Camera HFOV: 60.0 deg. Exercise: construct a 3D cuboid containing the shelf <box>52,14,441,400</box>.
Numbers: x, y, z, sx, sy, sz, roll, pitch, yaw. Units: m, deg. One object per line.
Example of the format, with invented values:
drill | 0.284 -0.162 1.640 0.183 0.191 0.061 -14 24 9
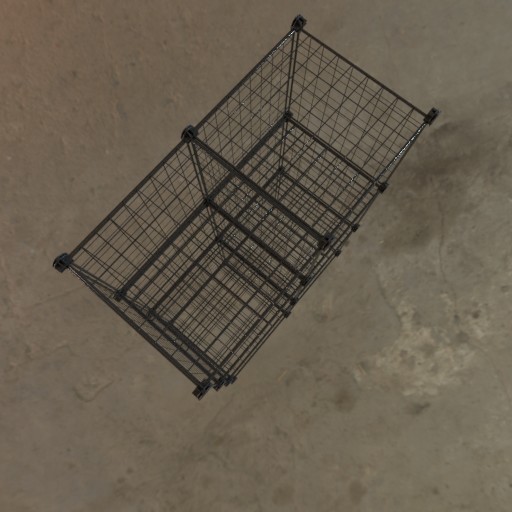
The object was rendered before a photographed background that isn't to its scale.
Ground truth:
shelf | 0.000 0.000 1.338 0.356 1.067 0.711 39 79 9
